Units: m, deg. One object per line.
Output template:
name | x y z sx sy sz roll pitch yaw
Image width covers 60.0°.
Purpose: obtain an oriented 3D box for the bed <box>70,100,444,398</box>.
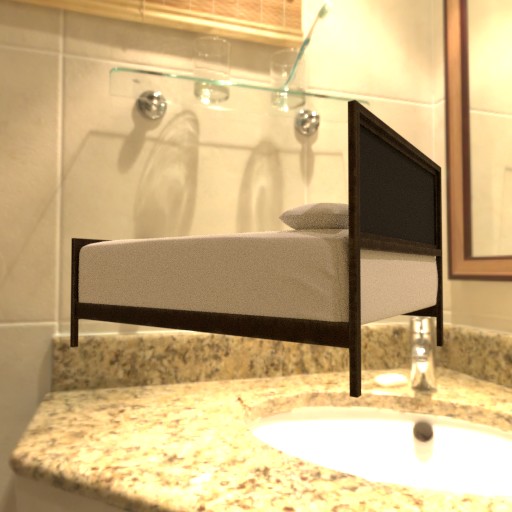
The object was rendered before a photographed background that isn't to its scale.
bed | 0.000 0.000 3.243 2.221 1.313 1.607 -1 -2 35
